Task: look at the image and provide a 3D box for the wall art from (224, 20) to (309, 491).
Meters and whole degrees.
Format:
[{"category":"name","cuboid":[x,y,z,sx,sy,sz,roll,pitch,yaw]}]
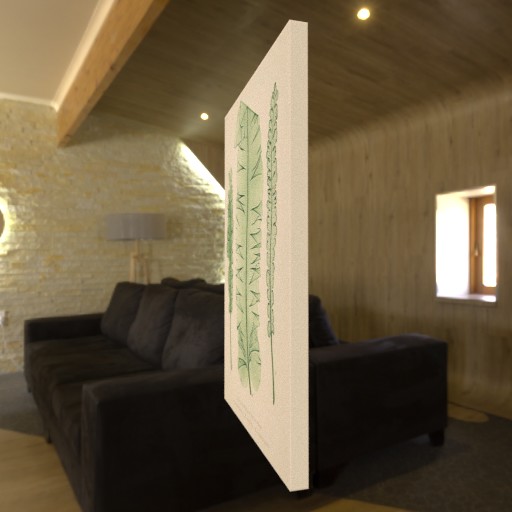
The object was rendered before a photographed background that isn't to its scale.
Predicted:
[{"category":"wall art","cuboid":[0.000,0.000,1.158,0.038,0.914,0.610,0,-1,-16]}]
